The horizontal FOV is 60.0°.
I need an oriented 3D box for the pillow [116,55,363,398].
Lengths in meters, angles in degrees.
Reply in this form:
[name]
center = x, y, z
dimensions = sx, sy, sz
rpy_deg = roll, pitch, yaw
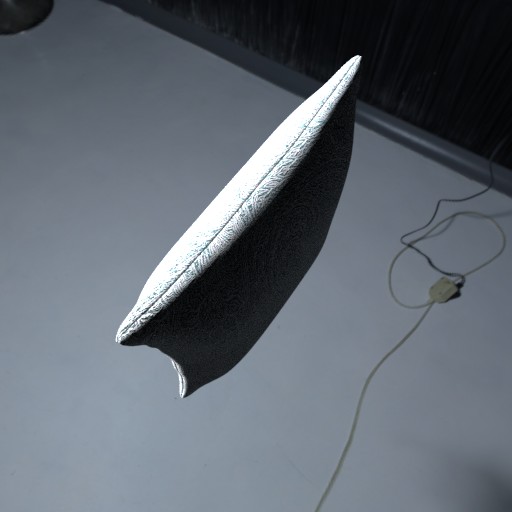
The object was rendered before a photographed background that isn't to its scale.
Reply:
[pillow]
center = 0.000, 0.000, 0.791
dimensions = 0.166, 0.507, 0.526
rpy_deg = 33, 69, 14
